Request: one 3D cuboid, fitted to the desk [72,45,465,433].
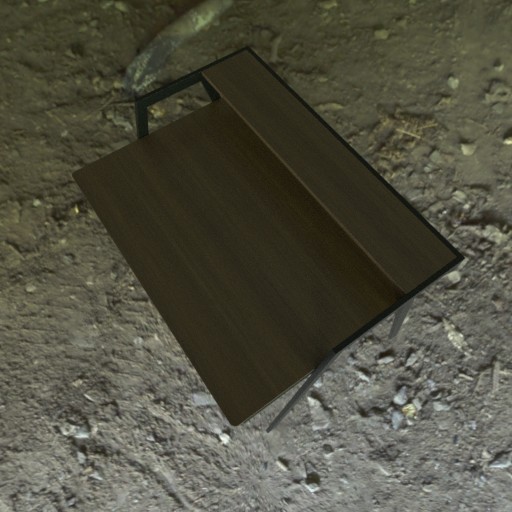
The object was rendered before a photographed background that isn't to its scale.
[{"bbox_3d":[0.000,0.000,1.885,0.936,0.998,1.143,-32,68,-15],"label":"desk"}]
